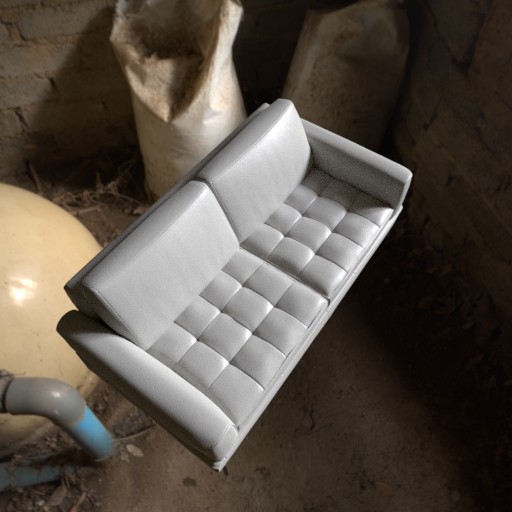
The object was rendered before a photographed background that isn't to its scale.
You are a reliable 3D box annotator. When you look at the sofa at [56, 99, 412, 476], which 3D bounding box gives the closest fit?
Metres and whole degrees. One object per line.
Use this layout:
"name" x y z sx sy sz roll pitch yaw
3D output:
"sofa" 0.000 0.000 2.735 1.121 0.930 2.177 31 62 19
